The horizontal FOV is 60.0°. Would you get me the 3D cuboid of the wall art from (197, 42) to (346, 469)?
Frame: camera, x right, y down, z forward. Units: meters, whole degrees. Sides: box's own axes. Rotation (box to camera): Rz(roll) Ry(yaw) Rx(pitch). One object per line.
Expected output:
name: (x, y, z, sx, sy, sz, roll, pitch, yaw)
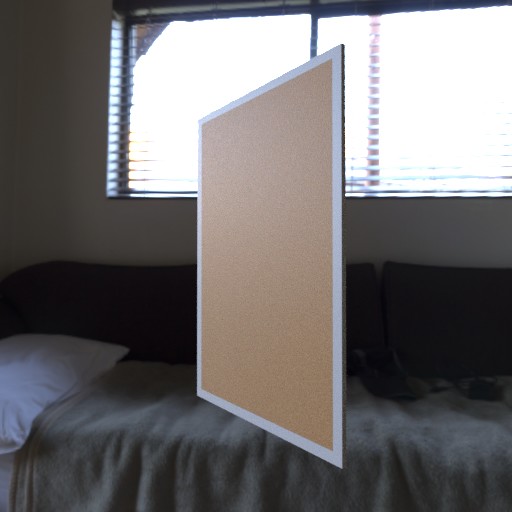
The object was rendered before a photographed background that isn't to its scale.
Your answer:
wall art: (0.000, 0.000, 1.246, 0.013, 0.940, 0.659, 0, -1, -36)
